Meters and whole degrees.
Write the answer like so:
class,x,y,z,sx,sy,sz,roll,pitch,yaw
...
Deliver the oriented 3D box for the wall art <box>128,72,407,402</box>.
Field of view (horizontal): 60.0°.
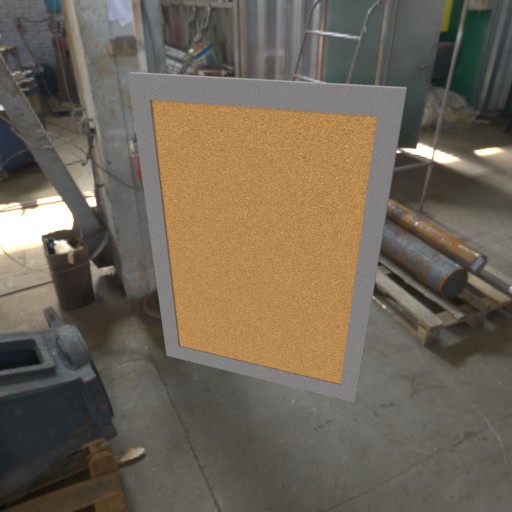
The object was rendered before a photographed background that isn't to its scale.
class,x,y,z,sx,sy,sz,roll,pitch,yaw
wall art,0.000,0.000,0.706,0.374,0.529,0.012,10,32,16
